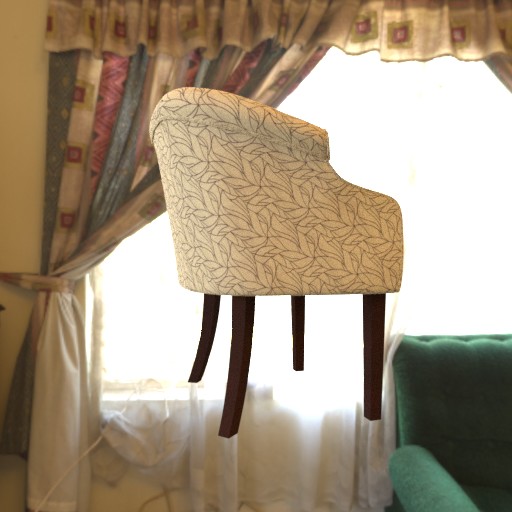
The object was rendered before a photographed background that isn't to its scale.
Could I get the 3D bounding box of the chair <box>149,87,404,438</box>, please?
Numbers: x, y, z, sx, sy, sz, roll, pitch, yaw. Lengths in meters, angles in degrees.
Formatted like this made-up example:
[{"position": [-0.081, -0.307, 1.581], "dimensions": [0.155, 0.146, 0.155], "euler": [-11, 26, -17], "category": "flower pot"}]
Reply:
[{"position": [0.000, 0.000, 1.328], "dimensions": [0.613, 0.858, 0.686], "euler": [0, 1, -18], "category": "chair"}]
